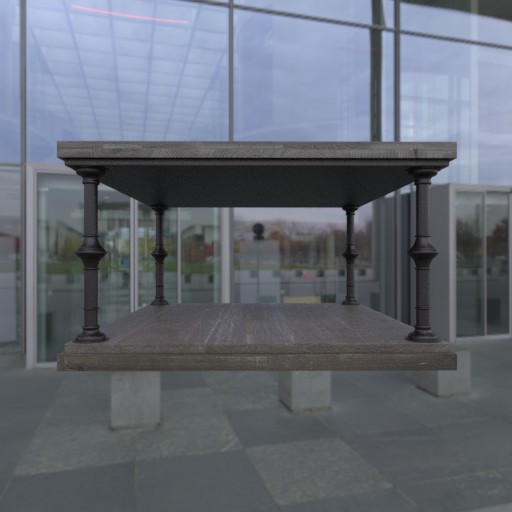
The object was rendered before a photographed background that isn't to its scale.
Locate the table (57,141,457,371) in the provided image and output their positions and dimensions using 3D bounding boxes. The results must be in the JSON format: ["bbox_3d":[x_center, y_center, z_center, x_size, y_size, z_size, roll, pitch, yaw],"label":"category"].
[{"bbox_3d":[0.000,0.000,1.119,0.696,0.400,0.696,0,0,0],"label":"table"}]
